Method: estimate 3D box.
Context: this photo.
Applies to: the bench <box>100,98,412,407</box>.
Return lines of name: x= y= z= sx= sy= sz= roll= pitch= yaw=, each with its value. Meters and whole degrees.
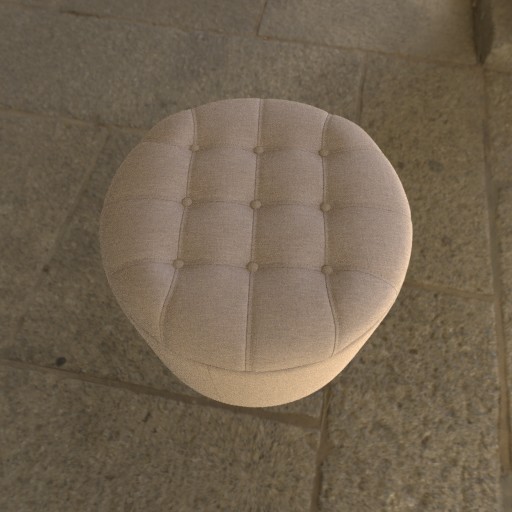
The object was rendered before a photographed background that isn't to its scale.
bench: x=0.000 y=0.000 z=1.001 sx=0.600 sy=0.454 sz=0.600 roll=0 pitch=63 yaw=0
